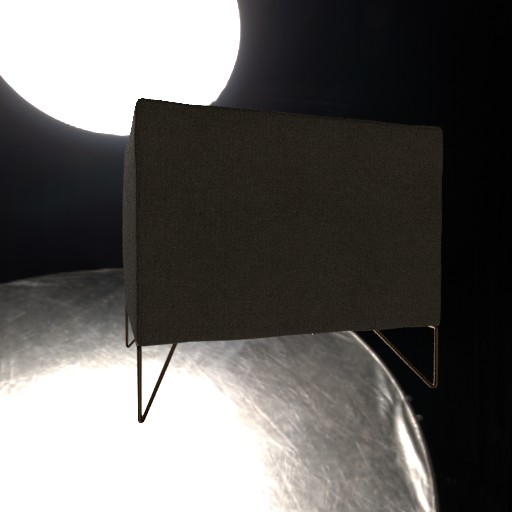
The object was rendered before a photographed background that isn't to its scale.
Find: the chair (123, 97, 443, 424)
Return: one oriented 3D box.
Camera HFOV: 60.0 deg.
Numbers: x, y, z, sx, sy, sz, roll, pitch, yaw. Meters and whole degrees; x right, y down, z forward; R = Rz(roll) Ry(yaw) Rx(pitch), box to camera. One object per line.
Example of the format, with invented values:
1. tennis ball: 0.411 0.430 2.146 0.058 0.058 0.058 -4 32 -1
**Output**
1. chair: 0.000 0.000 1.619 0.920 0.799 0.912 0 2 -18
